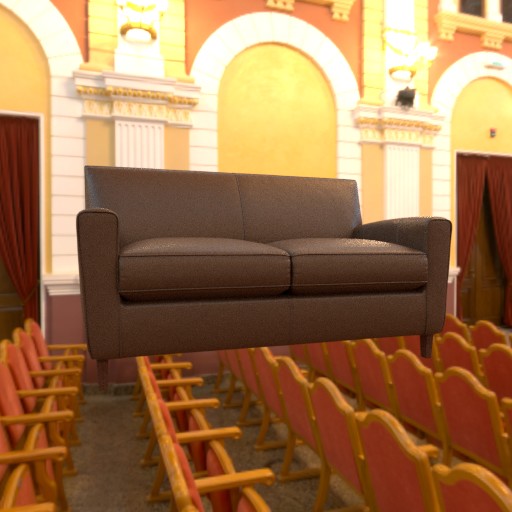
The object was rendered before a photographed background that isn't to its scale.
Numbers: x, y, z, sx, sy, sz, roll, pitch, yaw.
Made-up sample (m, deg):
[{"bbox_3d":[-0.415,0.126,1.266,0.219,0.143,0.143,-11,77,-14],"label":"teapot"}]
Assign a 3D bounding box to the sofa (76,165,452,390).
[{"bbox_3d":[0.000,0.000,1.993,1.468,0.859,0.853,0,1,-19],"label":"sofa"}]
